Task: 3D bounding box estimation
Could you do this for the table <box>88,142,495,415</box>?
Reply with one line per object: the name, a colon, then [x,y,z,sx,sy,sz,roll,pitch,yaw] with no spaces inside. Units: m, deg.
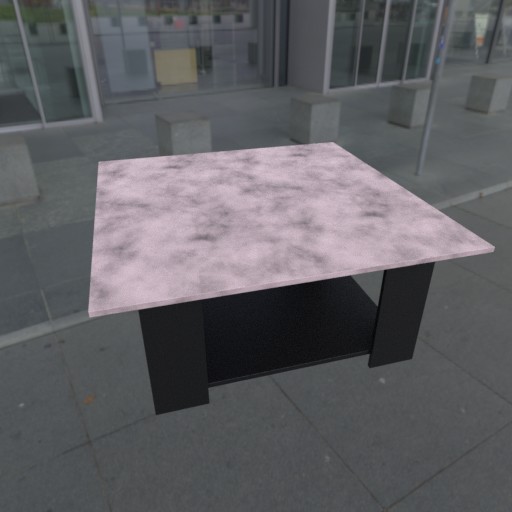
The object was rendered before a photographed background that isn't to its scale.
table: [0.000,0.000,1.042,0.670,0.305,0.670,-8,31,-14]
